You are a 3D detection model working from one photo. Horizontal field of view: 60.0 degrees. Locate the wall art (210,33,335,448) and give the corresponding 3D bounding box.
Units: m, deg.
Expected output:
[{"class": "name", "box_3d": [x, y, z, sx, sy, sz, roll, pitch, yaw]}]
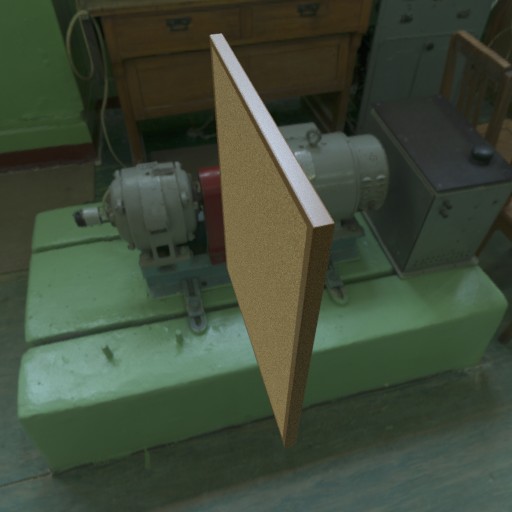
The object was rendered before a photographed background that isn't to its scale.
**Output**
[{"class": "wall art", "box_3d": [0.000, 0.000, 0.744, 0.021, 0.550, 0.449, -12, 49, -11]}]
